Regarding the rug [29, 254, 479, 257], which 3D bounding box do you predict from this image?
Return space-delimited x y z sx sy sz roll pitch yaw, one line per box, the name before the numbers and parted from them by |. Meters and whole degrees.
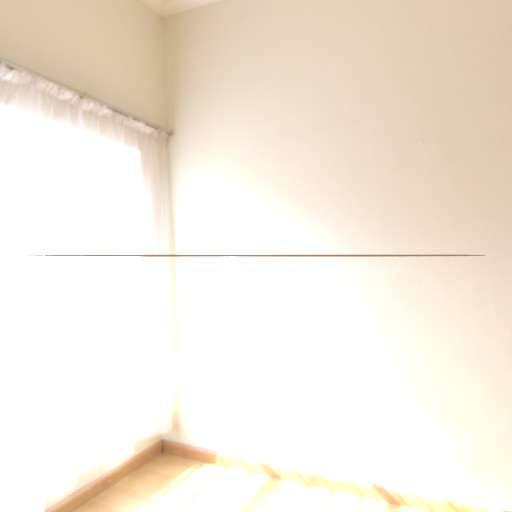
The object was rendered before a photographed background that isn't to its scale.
rug | 0.000 0.000 4.391 3.327 0.010 2.464 0 0 0
